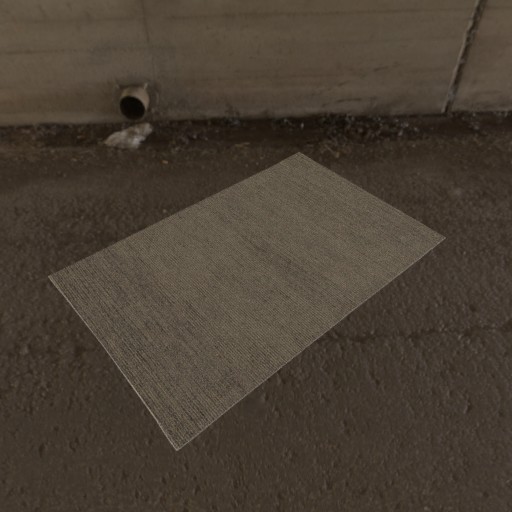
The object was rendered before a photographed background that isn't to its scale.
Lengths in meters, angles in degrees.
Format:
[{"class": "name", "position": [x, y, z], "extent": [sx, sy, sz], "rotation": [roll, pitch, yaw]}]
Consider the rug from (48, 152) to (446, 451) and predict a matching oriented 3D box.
[{"class": "rug", "position": [0.000, 0.000, 2.329], "extent": [1.773, 0.021, 1.149], "rotation": [-31, 53, -27]}]
